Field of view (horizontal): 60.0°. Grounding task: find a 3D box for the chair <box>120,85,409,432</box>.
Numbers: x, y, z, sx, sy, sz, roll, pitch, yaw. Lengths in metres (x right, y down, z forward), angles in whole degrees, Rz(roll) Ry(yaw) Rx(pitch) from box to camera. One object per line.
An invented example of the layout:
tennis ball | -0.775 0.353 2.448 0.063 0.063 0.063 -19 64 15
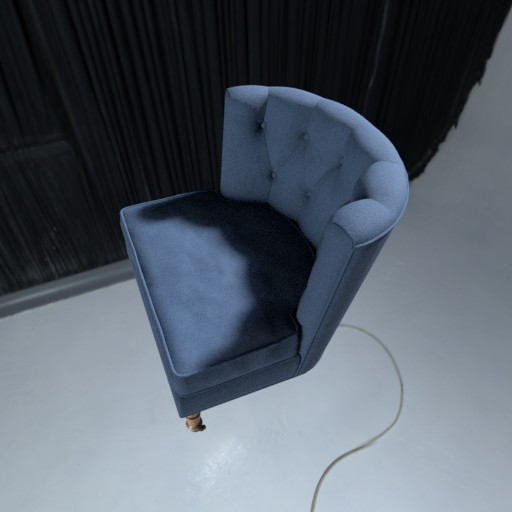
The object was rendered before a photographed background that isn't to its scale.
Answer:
chair | 0.000 0.000 1.365 0.718 0.771 0.740 -17 48 -16
